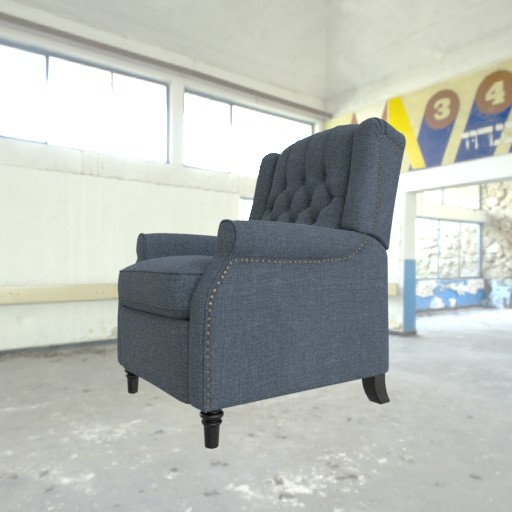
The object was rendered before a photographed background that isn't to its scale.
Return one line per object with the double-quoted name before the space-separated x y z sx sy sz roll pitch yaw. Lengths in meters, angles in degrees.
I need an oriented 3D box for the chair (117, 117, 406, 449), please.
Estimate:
"chair" 0.000 0.000 1.637 0.898 1.035 0.742 1 -1 -35
